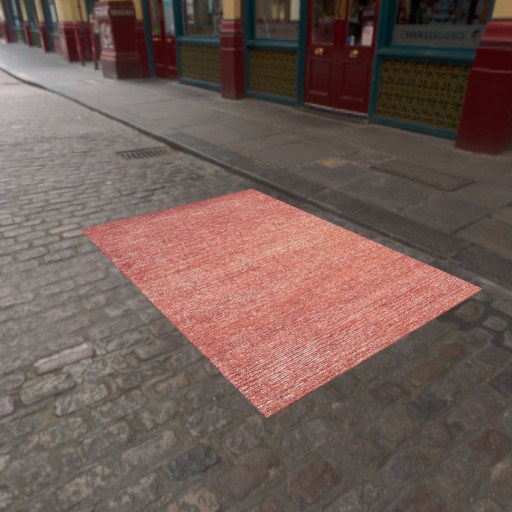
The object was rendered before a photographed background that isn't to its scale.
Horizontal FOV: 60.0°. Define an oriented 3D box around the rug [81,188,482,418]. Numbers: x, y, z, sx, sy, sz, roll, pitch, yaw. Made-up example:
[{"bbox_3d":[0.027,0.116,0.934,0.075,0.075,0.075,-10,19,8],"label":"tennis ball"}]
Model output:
[{"bbox_3d":[0.000,0.000,5.172,2.803,0.025,3.965,-19,33,-32],"label":"rug"}]
